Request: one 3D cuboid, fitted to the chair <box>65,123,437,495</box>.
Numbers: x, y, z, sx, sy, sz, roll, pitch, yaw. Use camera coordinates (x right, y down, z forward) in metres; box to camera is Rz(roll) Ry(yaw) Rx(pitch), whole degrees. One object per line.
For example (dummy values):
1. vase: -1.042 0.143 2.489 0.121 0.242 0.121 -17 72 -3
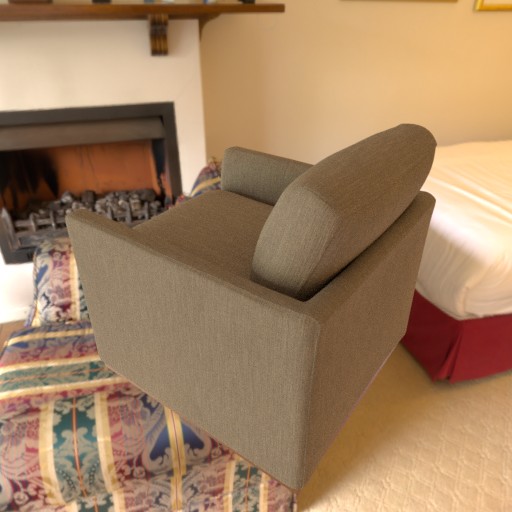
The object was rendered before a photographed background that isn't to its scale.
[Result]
1. chair: 0.000 0.000 1.389 0.834 0.811 0.763 21 37 30
